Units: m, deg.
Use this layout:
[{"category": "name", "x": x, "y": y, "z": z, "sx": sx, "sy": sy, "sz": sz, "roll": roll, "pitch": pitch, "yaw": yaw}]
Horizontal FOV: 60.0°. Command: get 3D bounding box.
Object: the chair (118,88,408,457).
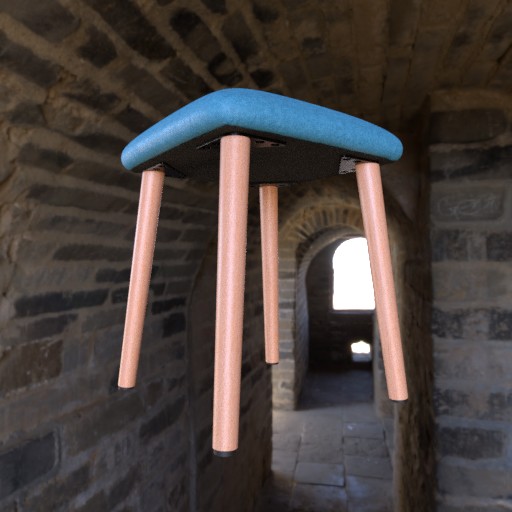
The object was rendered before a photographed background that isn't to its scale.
[{"category": "chair", "x": 0.000, "y": 0.000, "z": 0.725, "sx": 0.360, "sy": 0.450, "sz": 0.360, "roll": 1, "pitch": -1, "yaw": -36}]
